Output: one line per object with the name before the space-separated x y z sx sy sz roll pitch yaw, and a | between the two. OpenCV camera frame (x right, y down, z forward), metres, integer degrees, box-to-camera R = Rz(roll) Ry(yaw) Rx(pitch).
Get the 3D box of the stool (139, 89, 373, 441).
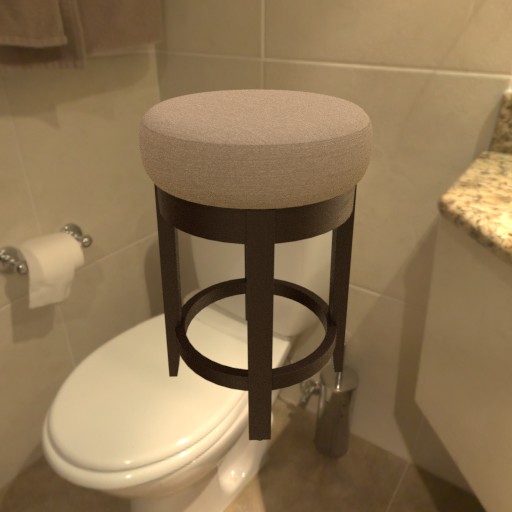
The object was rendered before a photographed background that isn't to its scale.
stool | 0.000 0.000 0.989 0.443 0.672 0.443 0 29 0
